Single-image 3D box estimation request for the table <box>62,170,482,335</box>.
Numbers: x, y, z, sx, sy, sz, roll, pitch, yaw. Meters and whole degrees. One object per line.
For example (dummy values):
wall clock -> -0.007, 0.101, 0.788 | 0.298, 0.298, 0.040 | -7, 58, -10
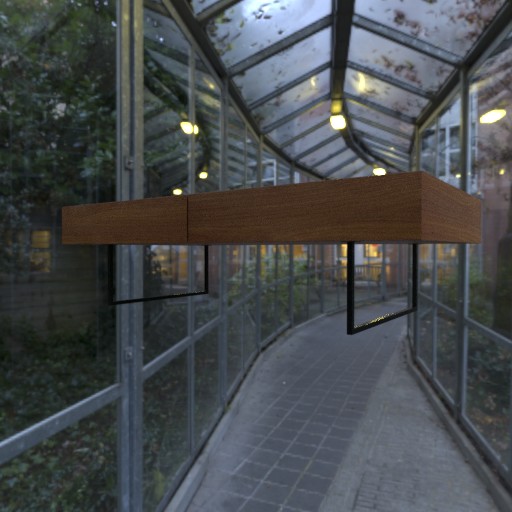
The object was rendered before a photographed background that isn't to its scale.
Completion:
table -> 0.000, 0.000, 1.409 | 1.194, 0.330, 0.610 | 1, 1, 36
